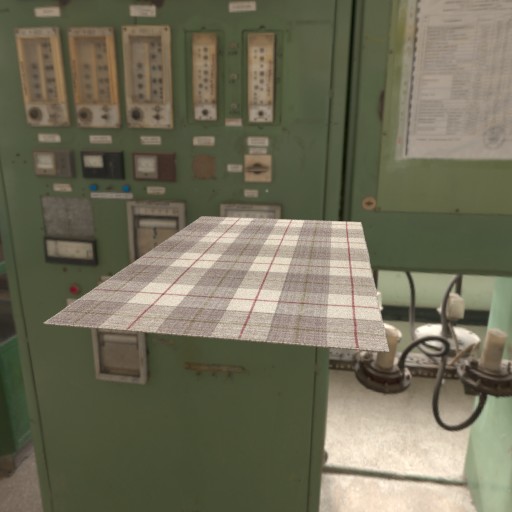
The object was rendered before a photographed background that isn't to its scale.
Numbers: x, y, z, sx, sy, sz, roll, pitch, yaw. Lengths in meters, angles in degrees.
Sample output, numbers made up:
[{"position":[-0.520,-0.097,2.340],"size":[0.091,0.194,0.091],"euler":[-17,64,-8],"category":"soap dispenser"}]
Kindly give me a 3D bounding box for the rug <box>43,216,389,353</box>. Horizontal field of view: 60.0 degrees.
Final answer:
[{"position":[0.000,0.000,3.061],"size":[1.549,0.010,2.464],"euler":[3,17,10],"category":"rug"}]
